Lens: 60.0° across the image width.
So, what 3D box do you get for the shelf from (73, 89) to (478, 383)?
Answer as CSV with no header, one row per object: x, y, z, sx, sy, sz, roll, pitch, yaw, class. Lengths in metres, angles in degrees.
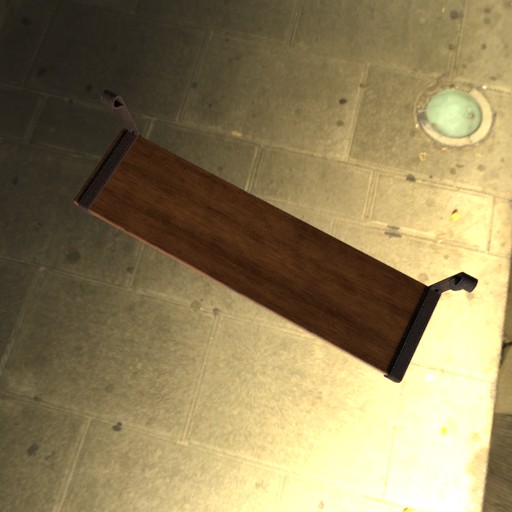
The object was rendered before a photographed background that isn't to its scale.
0.000,0.000,0.704,0.567,0.330,0.146,28,78,6,shelf
